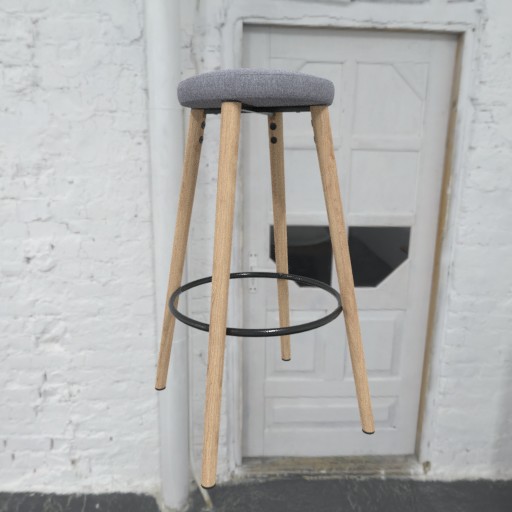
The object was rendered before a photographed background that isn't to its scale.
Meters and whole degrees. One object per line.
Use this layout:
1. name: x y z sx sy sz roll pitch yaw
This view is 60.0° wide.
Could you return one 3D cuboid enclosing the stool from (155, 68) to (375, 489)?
1. stool: 0.000 0.000 0.998 0.410 0.770 0.410 -7 16 -25
